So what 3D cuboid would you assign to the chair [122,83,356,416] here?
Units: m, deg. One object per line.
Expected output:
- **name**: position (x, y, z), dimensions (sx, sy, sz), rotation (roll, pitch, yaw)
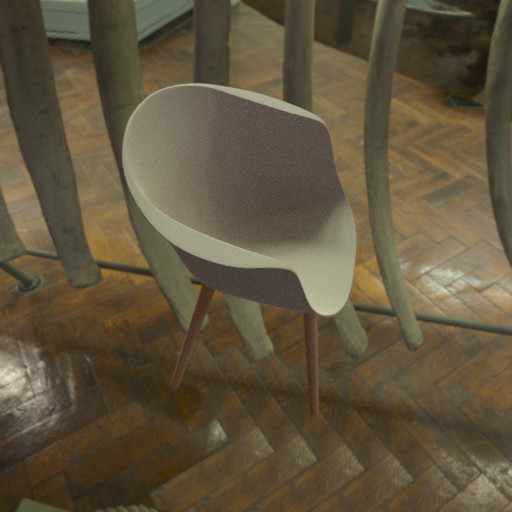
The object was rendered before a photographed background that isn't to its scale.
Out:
- **chair**: position (0.000, 0.000, 1.161), dimensions (0.504, 0.781, 0.593), rotation (10, 47, 9)
